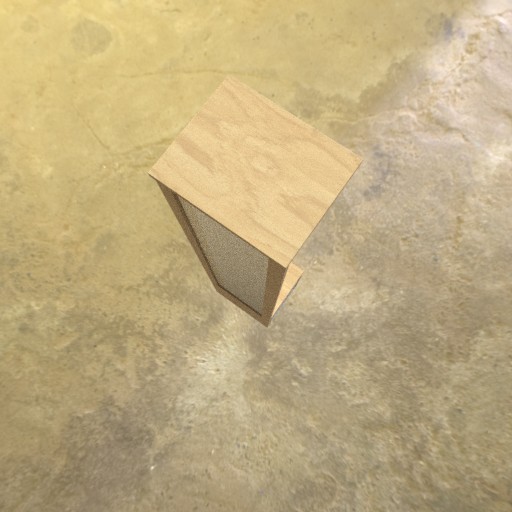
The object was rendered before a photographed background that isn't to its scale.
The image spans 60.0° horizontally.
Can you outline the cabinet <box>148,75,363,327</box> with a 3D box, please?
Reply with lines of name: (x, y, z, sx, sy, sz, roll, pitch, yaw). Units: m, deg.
cabinet: (0.000, 0.000, 2.000, 0.411, 1.879, 0.338, 35, 79, 8)
